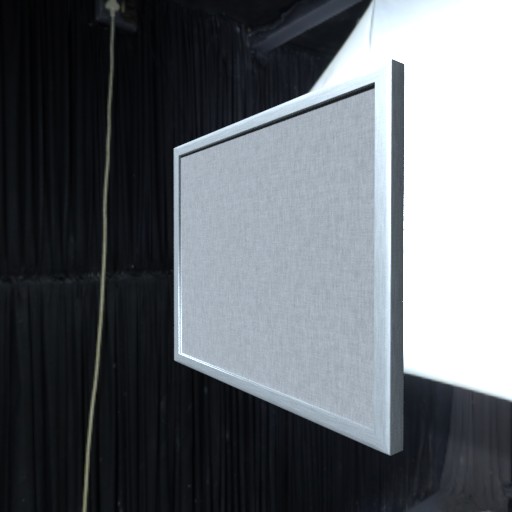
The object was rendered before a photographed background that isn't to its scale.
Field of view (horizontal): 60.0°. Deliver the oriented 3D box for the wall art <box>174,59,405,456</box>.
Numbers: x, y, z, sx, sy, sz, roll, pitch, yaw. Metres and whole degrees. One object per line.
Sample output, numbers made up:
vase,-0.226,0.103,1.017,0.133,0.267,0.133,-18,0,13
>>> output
wall art,0.000,0.000,0.739,0.028,0.457,0.556,-1,1,-37
